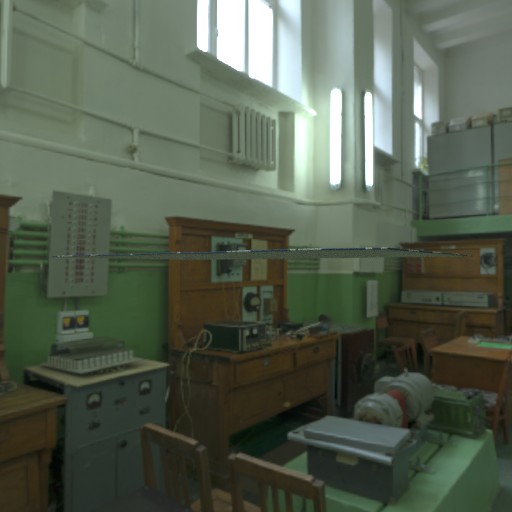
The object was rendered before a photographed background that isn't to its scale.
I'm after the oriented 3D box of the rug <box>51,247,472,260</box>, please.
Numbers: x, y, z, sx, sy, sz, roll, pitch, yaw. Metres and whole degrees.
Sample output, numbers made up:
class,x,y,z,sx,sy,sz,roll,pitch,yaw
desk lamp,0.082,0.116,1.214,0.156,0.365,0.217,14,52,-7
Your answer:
class,x,y,z,sx,sy,sz,roll,pitch,yaw
rug,0.000,0.000,2.182,1.755,0.010,1.153,-1,-2,36
